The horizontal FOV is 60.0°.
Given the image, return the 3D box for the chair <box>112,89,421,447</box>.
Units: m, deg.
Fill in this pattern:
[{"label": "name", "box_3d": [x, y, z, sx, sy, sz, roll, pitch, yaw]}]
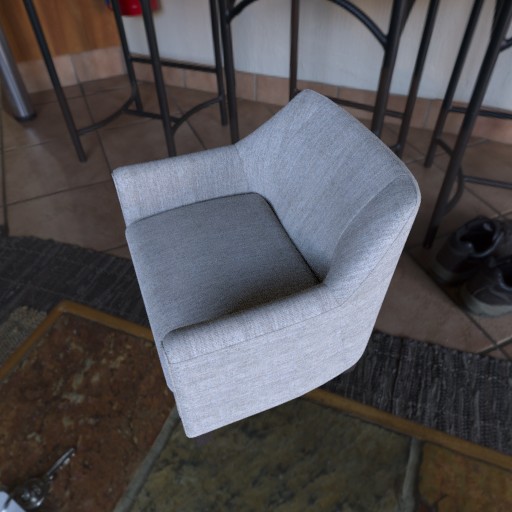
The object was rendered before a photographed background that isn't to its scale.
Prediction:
[{"label": "chair", "box_3d": [0.000, 0.000, 1.449, 0.758, 0.761, 0.796, -16, 48, -15]}]
